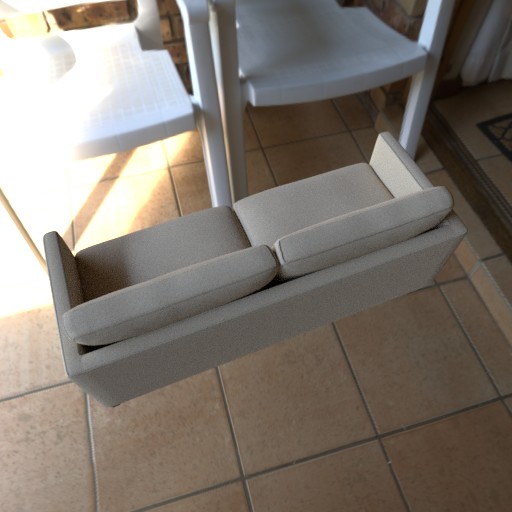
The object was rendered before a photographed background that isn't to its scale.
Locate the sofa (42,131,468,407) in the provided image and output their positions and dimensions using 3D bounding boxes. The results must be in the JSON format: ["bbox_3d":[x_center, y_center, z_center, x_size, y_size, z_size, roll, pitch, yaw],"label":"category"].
[{"bbox_3d":[0.000,0.000,2.824,2.361,0.968,0.951,-19,60,-11],"label":"sofa"}]
